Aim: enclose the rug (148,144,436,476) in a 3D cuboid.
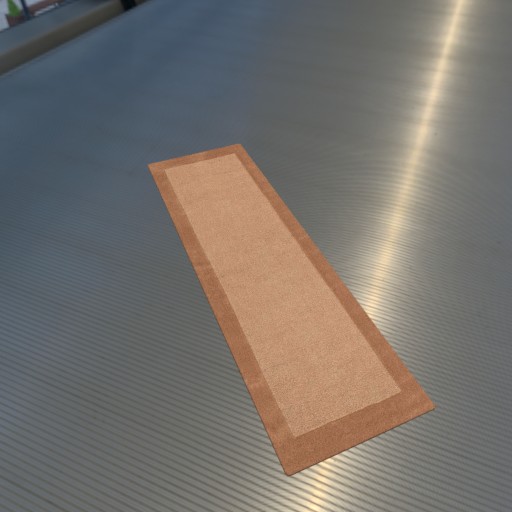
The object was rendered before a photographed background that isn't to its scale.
[{"bbox_3d":[0.000,0.000,2.710,0.764,0.017,2.439,-17,48,-16],"label":"rug"}]
